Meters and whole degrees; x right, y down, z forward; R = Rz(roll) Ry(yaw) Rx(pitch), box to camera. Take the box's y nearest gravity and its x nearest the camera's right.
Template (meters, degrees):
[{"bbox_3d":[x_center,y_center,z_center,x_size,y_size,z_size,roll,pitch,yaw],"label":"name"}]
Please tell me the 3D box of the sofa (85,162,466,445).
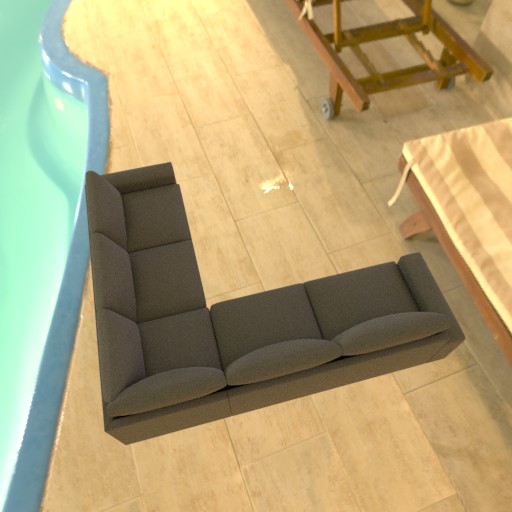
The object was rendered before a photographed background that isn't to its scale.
[{"bbox_3d":[0.000,0.000,4.725,3.277,0.965,2.895,-13,59,-8],"label":"sofa"}]
